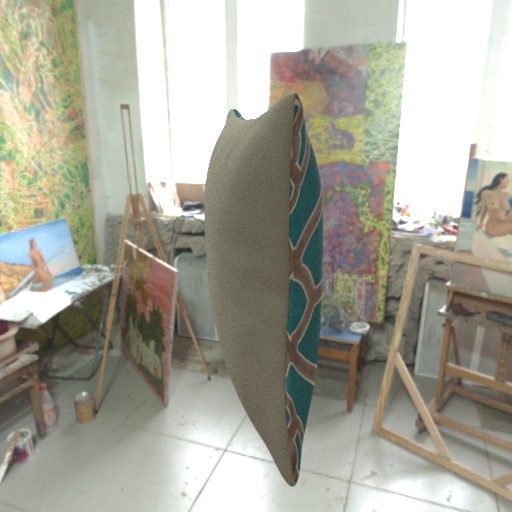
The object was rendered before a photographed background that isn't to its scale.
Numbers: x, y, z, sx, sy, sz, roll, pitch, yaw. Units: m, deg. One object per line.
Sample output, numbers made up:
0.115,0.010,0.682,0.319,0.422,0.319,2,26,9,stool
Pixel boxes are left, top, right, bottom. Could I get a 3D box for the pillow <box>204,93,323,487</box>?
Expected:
0.000,0.000,0.776,0.166,0.507,0.526,-3,17,-10,pillow
